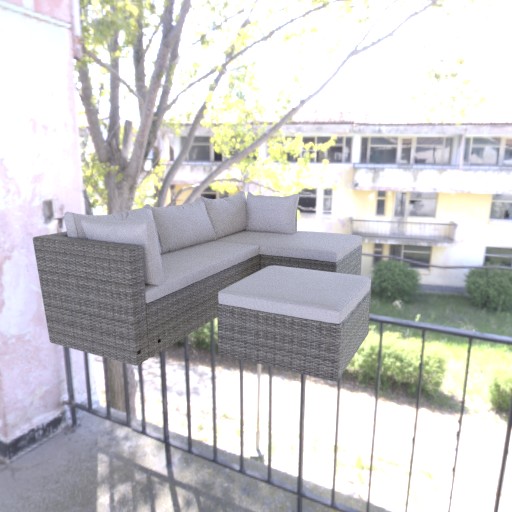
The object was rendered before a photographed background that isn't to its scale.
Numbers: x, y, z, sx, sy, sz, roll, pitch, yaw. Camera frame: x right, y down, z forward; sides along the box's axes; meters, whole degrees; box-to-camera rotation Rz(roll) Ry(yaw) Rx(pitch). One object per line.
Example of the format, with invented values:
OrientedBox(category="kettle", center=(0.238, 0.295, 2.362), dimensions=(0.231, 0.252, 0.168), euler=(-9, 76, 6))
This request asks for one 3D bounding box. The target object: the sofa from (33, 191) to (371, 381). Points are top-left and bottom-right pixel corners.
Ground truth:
OrientedBox(category="sofa", center=(0.000, 0.000, 3.079), dimensions=(1.662, 0.766, 2.192), euler=(6, 14, 26))
